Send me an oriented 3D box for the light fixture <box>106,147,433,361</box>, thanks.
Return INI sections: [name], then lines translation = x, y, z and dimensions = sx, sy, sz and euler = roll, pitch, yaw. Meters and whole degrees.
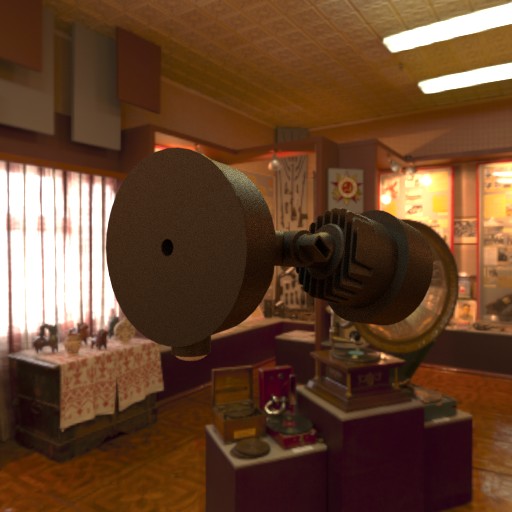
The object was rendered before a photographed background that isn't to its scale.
[light fixture]
translation = 0.000, 0.000, 0.311
dimensions = 0.213, 0.120, 0.168
euler = 1, 1, 35
